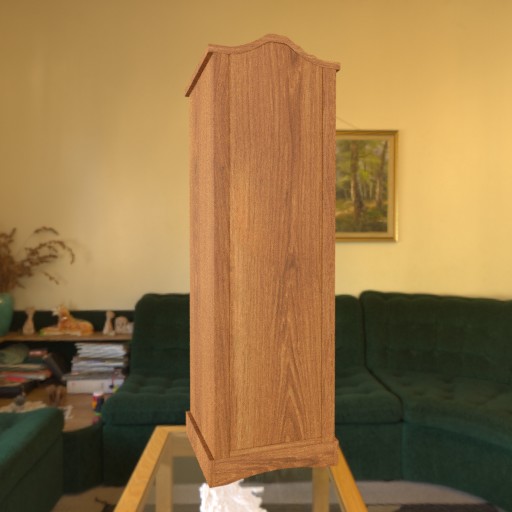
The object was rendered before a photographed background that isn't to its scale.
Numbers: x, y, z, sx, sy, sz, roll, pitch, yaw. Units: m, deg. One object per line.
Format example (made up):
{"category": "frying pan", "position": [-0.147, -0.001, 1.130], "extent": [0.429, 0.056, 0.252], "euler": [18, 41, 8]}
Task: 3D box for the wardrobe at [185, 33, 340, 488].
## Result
{"category": "wardrobe", "position": [0.000, 0.000, 2.140], "extent": [0.590, 1.870, 0.570], "euler": [-1, 2, -18]}
